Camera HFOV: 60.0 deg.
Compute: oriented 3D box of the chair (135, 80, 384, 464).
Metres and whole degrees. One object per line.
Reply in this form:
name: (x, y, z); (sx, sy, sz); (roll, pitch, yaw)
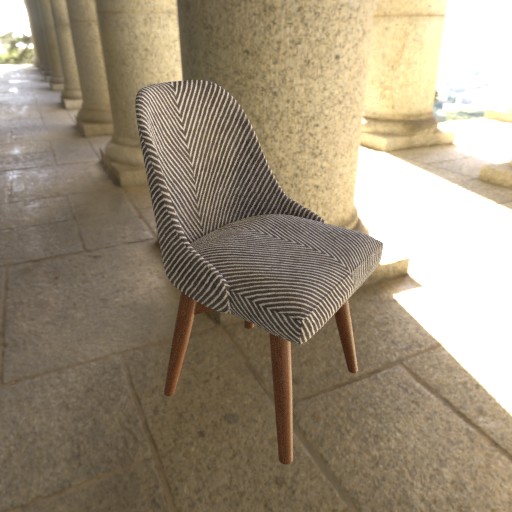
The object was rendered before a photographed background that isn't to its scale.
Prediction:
chair: (0.000, 0.000, 1.245); (0.591, 0.883, 0.504); (17, 32, 31)
